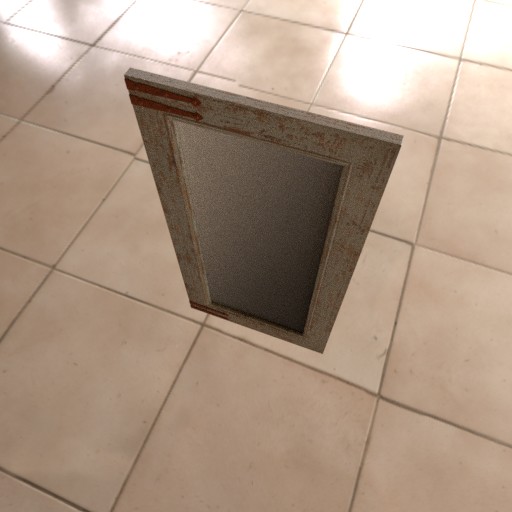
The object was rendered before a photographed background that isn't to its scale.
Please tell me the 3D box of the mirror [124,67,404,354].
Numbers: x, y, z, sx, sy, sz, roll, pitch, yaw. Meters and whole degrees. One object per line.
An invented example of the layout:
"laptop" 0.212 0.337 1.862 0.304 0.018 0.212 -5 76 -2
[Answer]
"mirror" 0.000 0.000 1.102 0.472 0.922 0.027 18 60 11
